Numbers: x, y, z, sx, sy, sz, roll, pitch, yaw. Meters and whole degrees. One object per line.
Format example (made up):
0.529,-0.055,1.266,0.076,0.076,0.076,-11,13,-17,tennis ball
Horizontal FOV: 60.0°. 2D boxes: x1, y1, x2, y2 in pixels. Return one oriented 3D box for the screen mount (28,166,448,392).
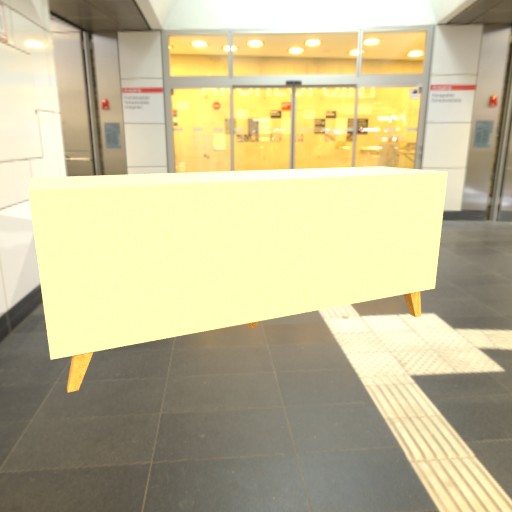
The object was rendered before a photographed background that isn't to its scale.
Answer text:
0.000,0.000,1.710,1.490,0.619,0.400,-7,16,-24,screen mount
